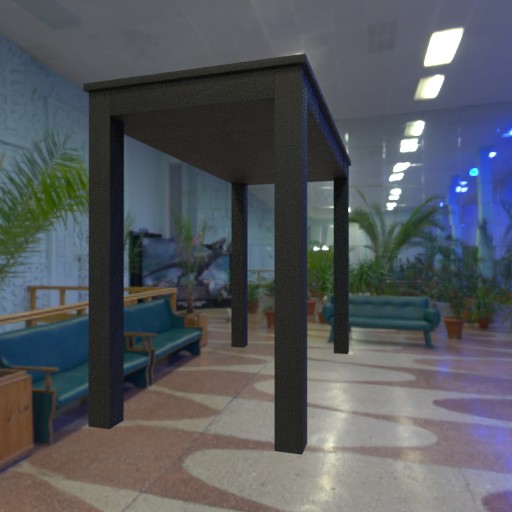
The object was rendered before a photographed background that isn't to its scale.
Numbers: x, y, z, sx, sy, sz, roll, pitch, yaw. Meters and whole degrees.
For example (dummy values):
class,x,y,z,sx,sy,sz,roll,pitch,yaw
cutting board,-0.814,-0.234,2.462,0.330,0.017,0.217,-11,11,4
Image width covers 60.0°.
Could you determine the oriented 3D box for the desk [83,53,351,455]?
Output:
class,x,y,z,sx,sy,sz,roll,pitch,yaw
desk,0.000,0.000,1.382,0.499,0.762,0.991,0,0,17
